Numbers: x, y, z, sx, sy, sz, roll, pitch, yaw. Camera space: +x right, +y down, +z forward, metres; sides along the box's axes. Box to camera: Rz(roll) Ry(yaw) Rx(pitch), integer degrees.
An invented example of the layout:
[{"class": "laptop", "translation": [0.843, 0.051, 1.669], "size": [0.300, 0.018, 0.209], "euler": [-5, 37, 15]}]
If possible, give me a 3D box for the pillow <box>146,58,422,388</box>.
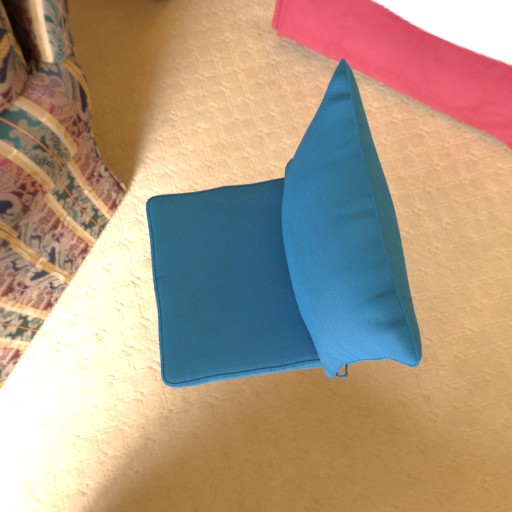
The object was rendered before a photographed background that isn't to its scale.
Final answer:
[{"class": "pillow", "translation": [0.000, 0.000, 1.341], "size": [0.733, 0.725, 0.798], "euler": [-8, 75, -2]}]
